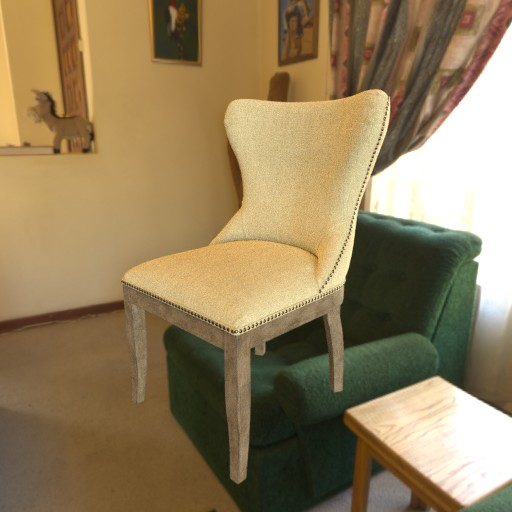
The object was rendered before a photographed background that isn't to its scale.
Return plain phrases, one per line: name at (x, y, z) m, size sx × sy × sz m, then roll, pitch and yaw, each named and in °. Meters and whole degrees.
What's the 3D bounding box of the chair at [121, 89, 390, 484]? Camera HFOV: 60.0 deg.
chair at (0.000, 0.000, 1.432) m, size 0.654 × 1.002 × 0.681 m, roll 15°, pitch 22°, yaw 43°
